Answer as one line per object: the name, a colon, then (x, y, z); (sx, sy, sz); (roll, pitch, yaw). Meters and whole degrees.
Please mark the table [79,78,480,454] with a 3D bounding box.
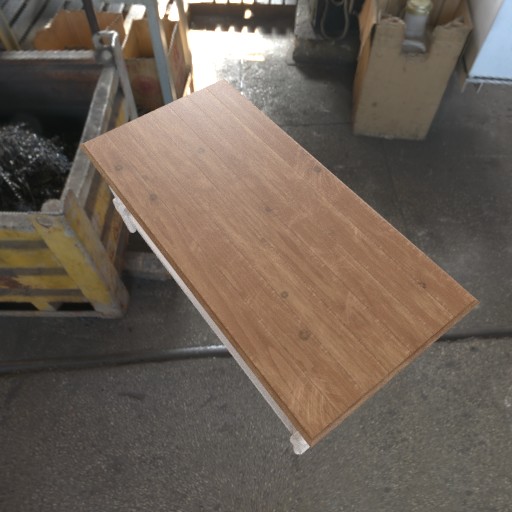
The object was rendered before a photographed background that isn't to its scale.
table: (0.000, 0.000, 1.441); (0.559, 0.458, 1.118); (-33, 63, -19)
